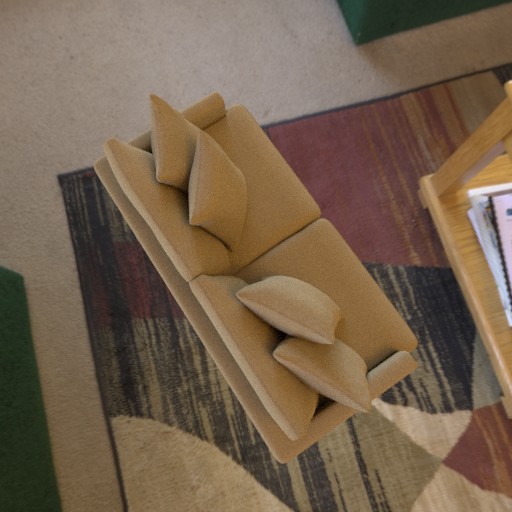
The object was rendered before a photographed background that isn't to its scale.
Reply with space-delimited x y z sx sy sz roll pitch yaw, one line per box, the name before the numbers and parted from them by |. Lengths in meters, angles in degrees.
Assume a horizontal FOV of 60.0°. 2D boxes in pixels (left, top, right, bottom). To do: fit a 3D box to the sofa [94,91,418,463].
sofa | 0.000 0.000 3.062 1.228 1.084 2.380 -33 78 -8
